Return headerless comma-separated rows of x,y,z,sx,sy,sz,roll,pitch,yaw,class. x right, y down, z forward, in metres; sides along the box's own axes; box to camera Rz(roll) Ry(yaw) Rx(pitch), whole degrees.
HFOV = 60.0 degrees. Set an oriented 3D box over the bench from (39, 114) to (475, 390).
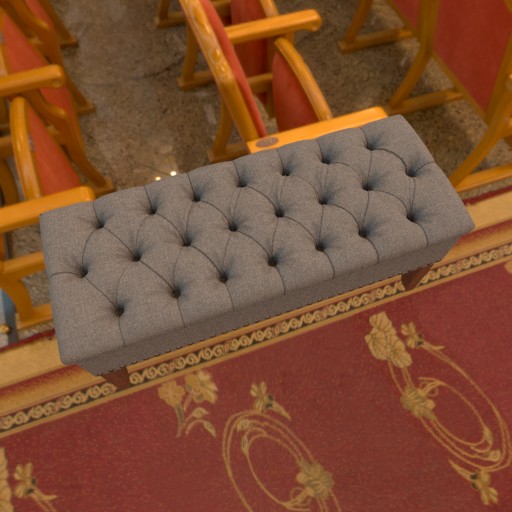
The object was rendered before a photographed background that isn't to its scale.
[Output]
0.000,0.000,1.312,1.052,0.470,0.417,-17,64,-9,bench
